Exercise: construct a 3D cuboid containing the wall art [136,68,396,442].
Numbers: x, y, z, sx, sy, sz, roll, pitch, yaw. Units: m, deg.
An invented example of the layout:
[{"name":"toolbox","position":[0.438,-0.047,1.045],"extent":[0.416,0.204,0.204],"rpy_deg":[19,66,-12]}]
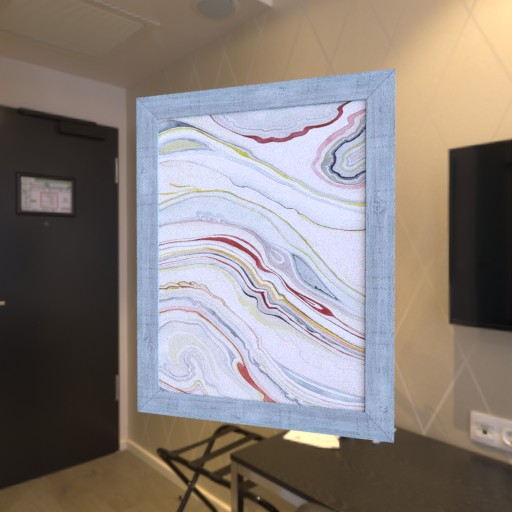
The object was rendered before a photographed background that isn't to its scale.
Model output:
[{"name":"wall art","position":[0.000,0.000,0.806],"extent":[0.481,0.613,0.020],"rpy_deg":[0,1,17]}]
